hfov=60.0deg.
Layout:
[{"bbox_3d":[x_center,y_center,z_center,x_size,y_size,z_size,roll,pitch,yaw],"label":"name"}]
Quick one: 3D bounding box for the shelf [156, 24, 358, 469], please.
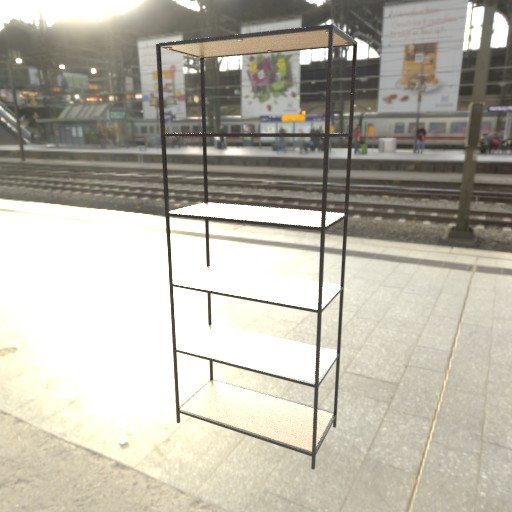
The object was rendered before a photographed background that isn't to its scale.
[{"bbox_3d":[0.000,0.000,2.099,0.770,1.850,0.350,8,17,25],"label":"shelf"}]
